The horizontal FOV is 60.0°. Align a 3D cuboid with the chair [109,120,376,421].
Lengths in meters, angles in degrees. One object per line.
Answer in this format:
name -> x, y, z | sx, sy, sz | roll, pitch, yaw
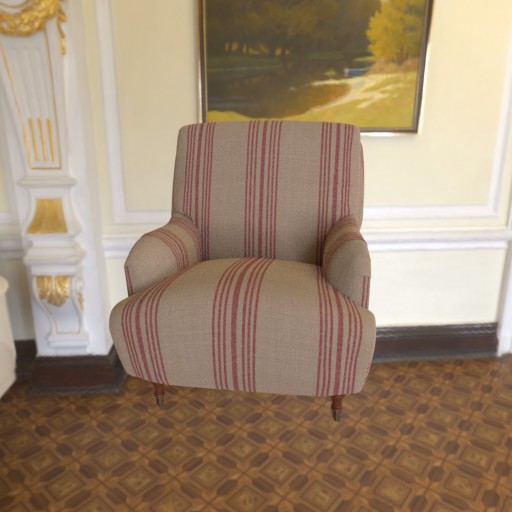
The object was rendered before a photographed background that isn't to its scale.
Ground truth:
chair -> 0.000, 0.000, 1.883 | 0.933, 1.123, 1.058 | 2, 16, 7
